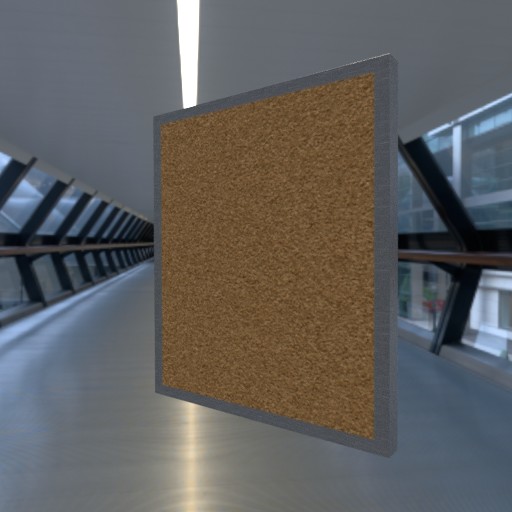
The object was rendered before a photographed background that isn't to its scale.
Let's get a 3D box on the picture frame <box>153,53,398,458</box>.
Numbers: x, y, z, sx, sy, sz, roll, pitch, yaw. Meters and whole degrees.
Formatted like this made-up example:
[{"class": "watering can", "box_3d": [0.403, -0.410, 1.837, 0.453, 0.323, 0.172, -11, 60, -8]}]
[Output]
[{"class": "picture frame", "box_3d": [0.000, 0.000, 0.520, 0.327, 0.378, 0.027, 0, 1, 36]}]
